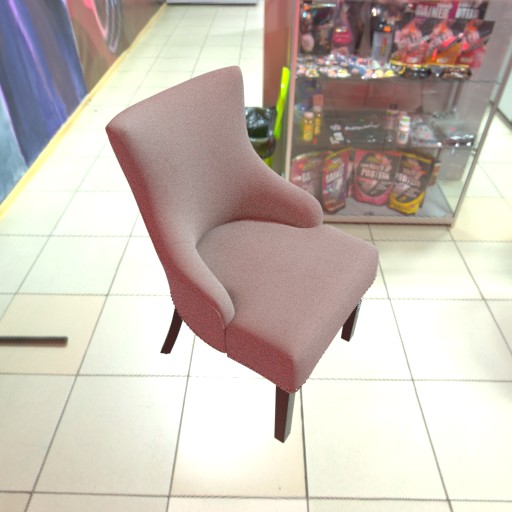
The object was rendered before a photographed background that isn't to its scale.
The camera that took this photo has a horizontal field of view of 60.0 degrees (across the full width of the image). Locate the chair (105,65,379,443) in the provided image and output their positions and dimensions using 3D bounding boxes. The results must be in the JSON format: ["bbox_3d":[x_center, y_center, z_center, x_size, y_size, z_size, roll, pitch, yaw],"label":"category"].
[{"bbox_3d":[0.000,0.000,1.345,0.629,0.909,0.566,24,46,25],"label":"chair"}]
